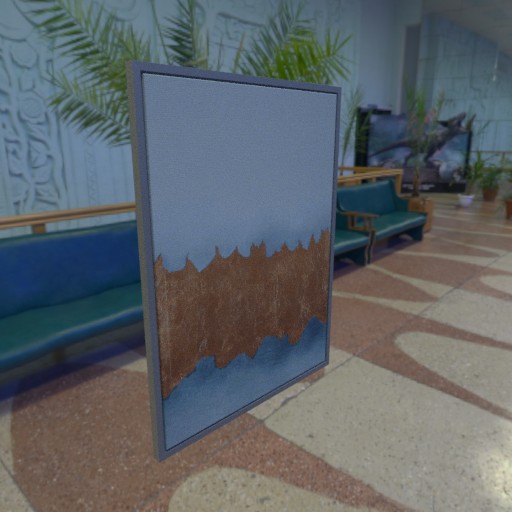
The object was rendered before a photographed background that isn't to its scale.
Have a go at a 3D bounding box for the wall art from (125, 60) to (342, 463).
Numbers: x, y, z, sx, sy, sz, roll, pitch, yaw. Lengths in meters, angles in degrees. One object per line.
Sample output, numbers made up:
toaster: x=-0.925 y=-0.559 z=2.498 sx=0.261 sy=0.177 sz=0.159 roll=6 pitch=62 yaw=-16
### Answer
wall art: x=0.000 y=0.000 z=1.382 sx=0.789 sy=1.042 sz=0.034 roll=-15 pitch=21 yaw=-43
